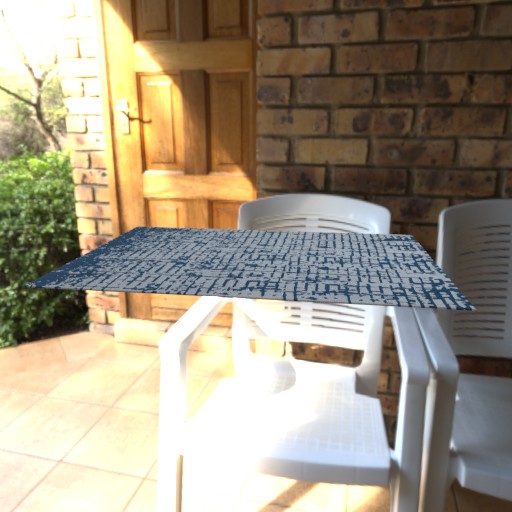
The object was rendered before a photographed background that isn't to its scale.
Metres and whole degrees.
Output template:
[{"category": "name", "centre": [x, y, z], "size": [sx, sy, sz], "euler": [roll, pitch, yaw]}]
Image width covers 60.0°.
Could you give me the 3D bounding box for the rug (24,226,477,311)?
[{"category": "rug", "centre": [0.000, 0.000, 2.346], "size": [1.828, 0.007, 1.220], "euler": [2, 16, 8]}]
